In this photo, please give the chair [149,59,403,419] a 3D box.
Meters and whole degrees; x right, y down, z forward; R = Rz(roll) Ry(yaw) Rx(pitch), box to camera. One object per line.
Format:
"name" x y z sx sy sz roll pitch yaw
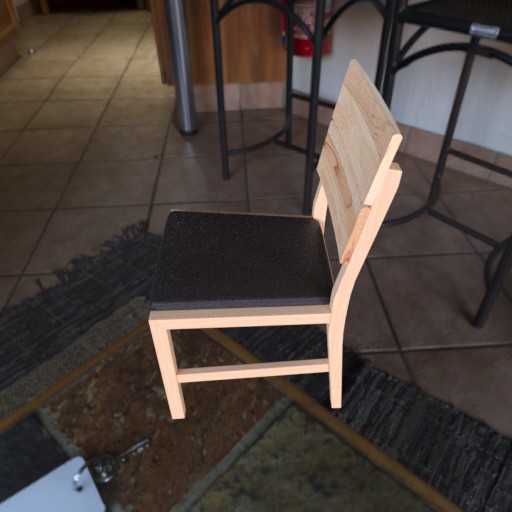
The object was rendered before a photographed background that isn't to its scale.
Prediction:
"chair" 0.000 0.000 1.276 0.560 0.950 0.475 -1 41 -1
